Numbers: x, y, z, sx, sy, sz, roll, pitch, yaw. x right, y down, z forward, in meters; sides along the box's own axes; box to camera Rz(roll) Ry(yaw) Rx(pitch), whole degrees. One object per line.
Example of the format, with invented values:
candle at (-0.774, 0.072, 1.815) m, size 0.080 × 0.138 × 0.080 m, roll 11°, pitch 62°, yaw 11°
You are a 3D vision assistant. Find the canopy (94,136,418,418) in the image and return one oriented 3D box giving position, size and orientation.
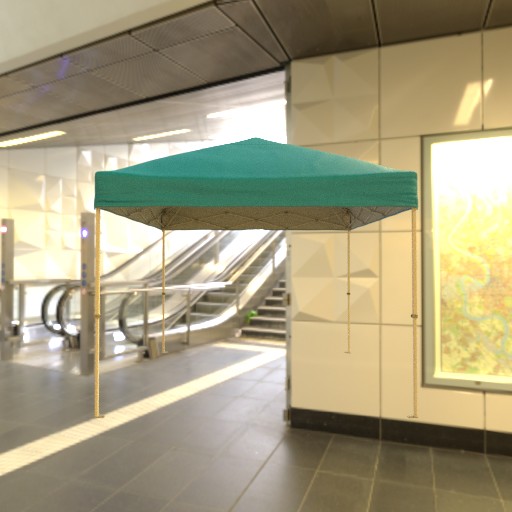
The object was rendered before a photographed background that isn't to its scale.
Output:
canopy at (0.000, 0.000, 5.545) m, size 2.998 × 2.997 × 2.996 m, roll 0°, pitch -1°, yaw 0°
